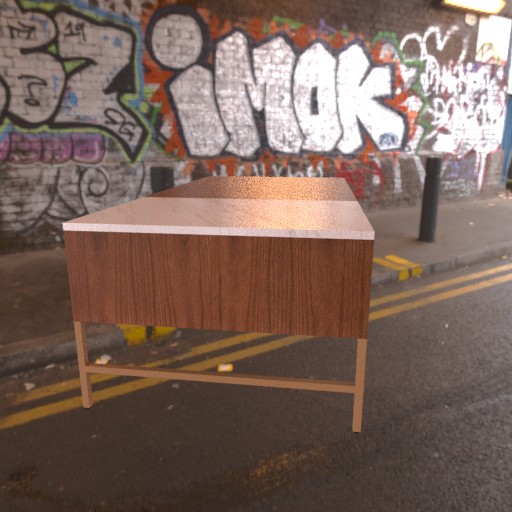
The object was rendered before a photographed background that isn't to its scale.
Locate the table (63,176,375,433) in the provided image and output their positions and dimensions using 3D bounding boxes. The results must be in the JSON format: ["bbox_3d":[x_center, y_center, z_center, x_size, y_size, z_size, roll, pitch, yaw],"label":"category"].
[{"bbox_3d":[0.000,0.000,1.909,0.789,0.551,1.553,2,15,8],"label":"table"}]
